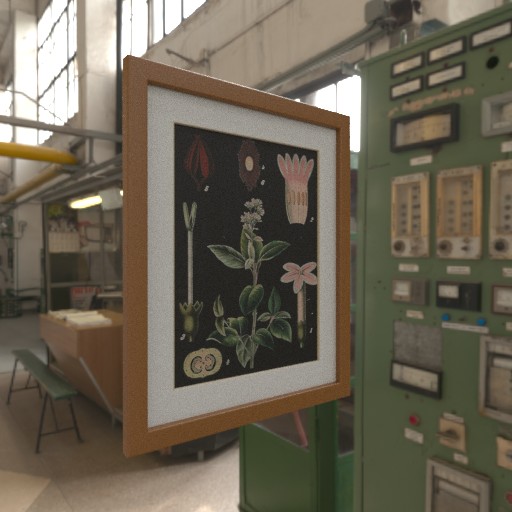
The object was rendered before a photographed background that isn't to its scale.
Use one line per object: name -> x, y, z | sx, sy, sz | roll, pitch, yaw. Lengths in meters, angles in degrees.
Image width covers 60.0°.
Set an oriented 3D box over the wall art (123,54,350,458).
wall art -> 0.000, 0.000, 0.743 | 0.449, 0.550, 0.021 | 0, 0, -37
